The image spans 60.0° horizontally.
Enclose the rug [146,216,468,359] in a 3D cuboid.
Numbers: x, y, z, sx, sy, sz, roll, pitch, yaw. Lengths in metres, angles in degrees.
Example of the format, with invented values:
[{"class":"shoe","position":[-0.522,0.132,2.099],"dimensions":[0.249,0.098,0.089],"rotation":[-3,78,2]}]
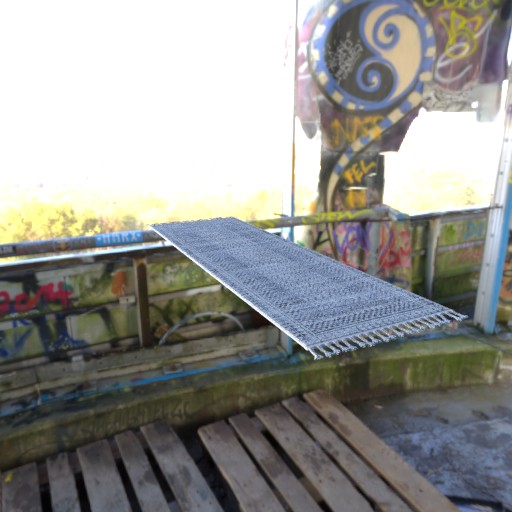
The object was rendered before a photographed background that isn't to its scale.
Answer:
[{"class":"rug","position":[0.000,0.000,2.756],"dimensions":[0.786,0.013,2.480],"rotation":[-8,18,-26]}]
